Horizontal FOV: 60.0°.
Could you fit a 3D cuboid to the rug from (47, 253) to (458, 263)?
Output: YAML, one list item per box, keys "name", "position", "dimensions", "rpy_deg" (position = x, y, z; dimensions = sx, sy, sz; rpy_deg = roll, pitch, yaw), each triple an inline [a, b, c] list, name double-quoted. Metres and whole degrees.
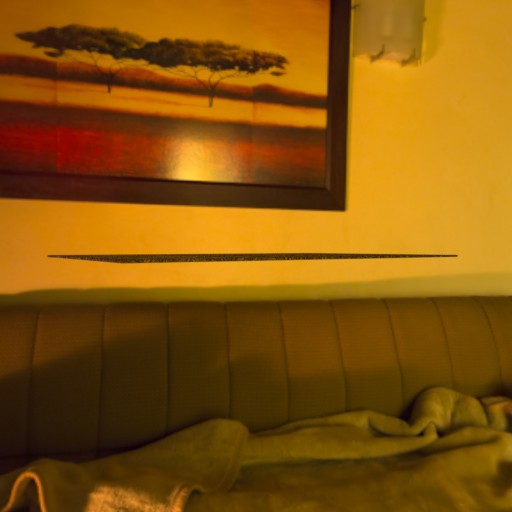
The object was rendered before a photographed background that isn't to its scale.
- name: "rug"
  position: [0.000, 0.000, 2.318]
  dimensions: [1.808, 0.011, 1.189]
  rpy_deg: [-1, 1, -35]
